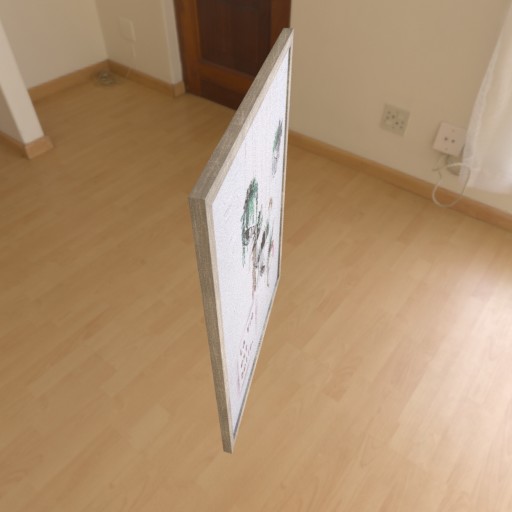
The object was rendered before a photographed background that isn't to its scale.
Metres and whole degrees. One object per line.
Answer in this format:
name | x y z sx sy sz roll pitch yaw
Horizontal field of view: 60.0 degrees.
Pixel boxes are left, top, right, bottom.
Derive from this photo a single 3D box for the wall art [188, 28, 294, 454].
wall art | 0.000 0.000 1.321 0.035 1.022 0.781 10 46 9
